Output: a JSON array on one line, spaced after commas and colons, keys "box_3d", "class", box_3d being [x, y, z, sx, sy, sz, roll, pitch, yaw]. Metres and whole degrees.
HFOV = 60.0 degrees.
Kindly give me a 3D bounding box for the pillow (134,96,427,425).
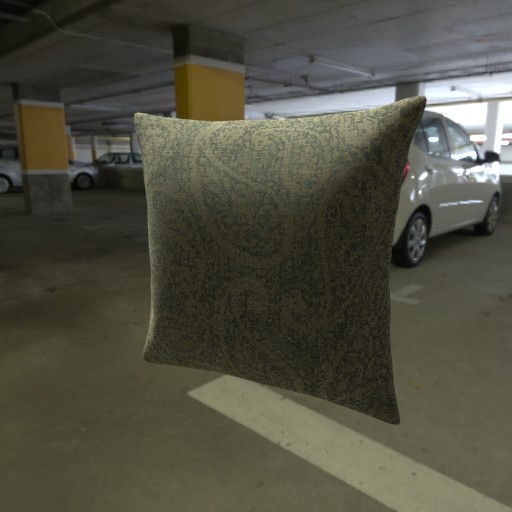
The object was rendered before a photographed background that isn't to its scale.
[{"box_3d": [0.000, 0.000, 0.781, 0.526, 0.507, 0.166, 6, 14, 26], "class": "pillow"}]
